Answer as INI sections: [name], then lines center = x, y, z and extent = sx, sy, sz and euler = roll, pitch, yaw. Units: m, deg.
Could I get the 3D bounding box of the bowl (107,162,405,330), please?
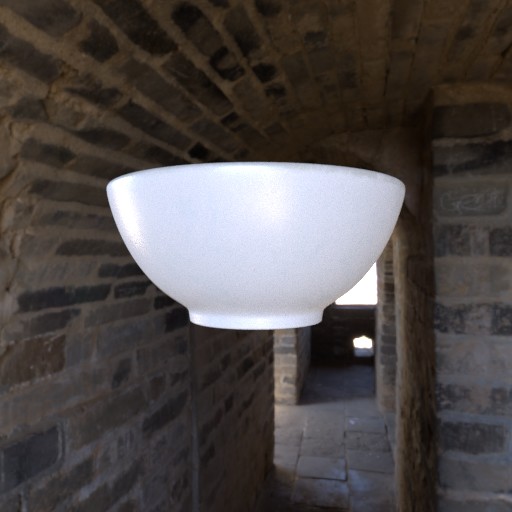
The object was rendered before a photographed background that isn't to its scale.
[bowl]
center = 0.000, 0.000, 0.419
extent = 0.268, 0.121, 0.268
euler = 0, 0, 0
